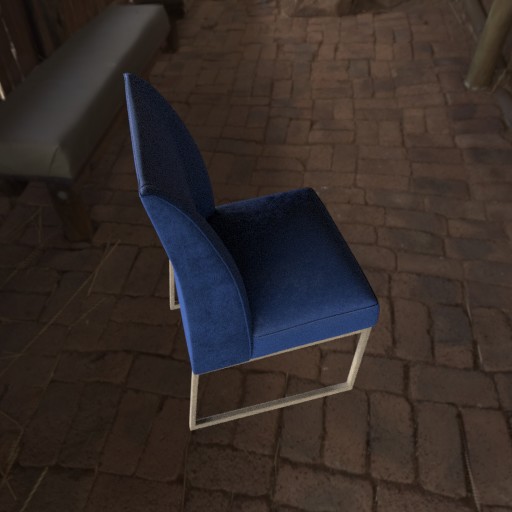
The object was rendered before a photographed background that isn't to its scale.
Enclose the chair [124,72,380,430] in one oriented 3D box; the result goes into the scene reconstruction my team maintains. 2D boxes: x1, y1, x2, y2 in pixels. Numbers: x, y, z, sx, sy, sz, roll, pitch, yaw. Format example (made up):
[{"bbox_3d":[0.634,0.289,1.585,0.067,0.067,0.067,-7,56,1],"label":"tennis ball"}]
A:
[{"bbox_3d":[0.000,0.000,1.196,0.522,0.863,0.508,-11,47,-10],"label":"chair"}]
